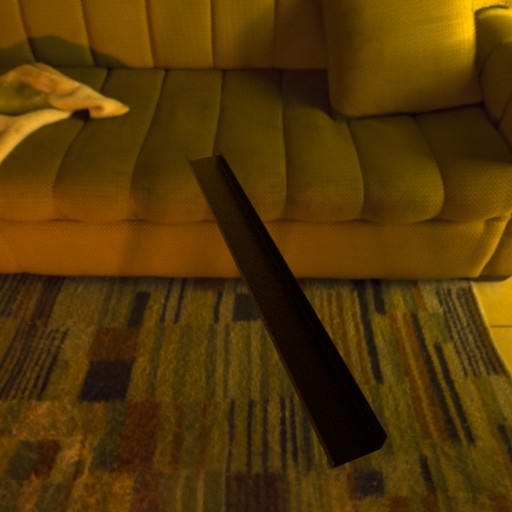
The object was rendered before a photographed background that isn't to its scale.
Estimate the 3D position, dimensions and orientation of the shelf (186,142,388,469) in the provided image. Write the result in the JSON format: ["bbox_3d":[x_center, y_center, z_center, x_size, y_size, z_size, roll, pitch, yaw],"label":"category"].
[{"bbox_3d":[0.000,0.000,0.995,0.092,0.049,0.924,-15,47,-14],"label":"shelf"}]
